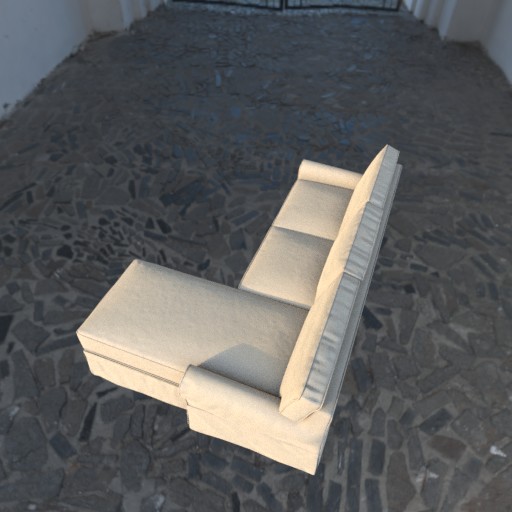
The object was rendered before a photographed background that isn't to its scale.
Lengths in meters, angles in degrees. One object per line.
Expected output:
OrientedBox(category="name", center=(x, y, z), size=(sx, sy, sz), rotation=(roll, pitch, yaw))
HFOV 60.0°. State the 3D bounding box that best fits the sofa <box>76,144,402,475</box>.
OrientedBox(category="sofa", center=(0.000, 0.000, 3.390), size=(1.733, 0.978, 2.475), rotation=(16, 48, 15))
